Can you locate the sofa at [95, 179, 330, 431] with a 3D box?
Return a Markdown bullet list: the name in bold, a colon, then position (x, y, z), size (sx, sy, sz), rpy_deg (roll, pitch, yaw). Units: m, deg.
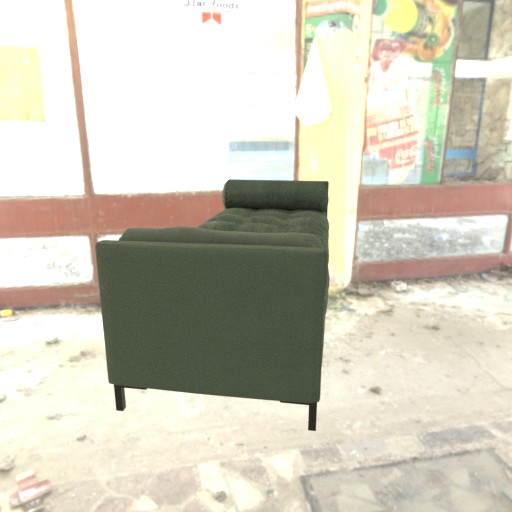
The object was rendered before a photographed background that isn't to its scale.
- **sofa**: position (0.000, 0.000, 2.499), size (0.817, 0.681, 2.130), rpy_deg (3, 16, 9)
